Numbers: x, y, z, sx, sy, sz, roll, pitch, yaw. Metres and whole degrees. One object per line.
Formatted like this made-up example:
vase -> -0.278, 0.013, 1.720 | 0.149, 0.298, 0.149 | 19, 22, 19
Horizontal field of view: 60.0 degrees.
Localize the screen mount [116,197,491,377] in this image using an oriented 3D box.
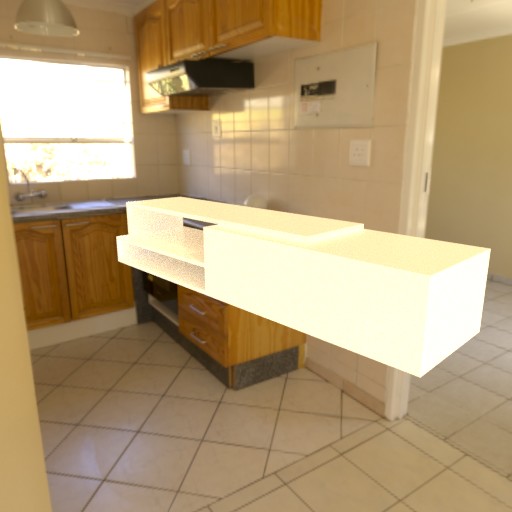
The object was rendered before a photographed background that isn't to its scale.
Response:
screen mount -> 0.000, 0.000, 1.867 | 0.420, 0.320, 1.680 | -14, 20, -43
